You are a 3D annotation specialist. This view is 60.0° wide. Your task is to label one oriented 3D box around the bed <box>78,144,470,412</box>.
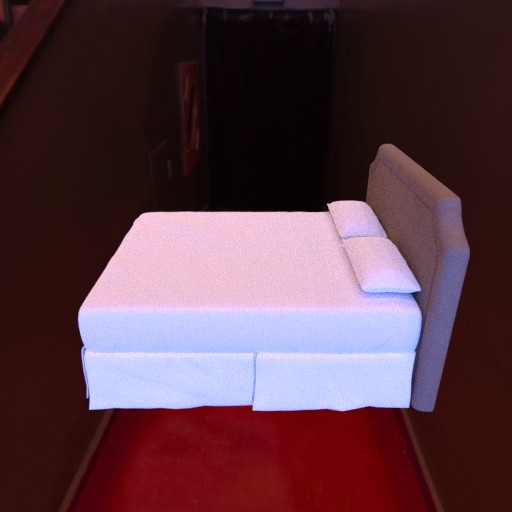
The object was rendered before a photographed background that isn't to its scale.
[{"bbox_3d":[0.000,0.000,3.099,2.116,1.290,1.693,0,26,0],"label":"bed"}]
